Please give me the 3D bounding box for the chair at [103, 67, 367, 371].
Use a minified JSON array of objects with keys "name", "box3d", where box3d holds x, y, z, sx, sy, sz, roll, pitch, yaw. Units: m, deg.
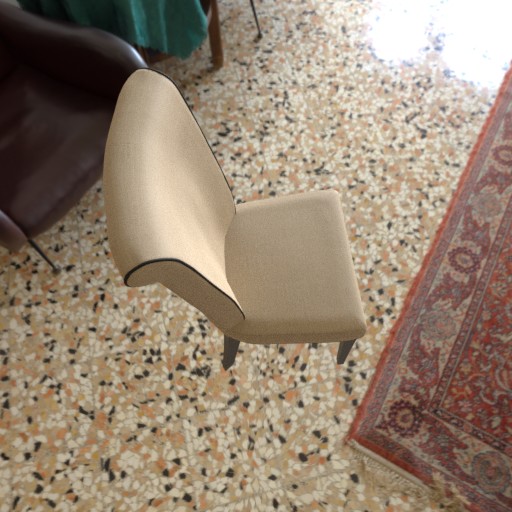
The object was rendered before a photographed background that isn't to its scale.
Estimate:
[{"name":"chair","box3d":[0.000,0.000,1.331,0.623,0.997,0.522,-5,64,-2]}]
